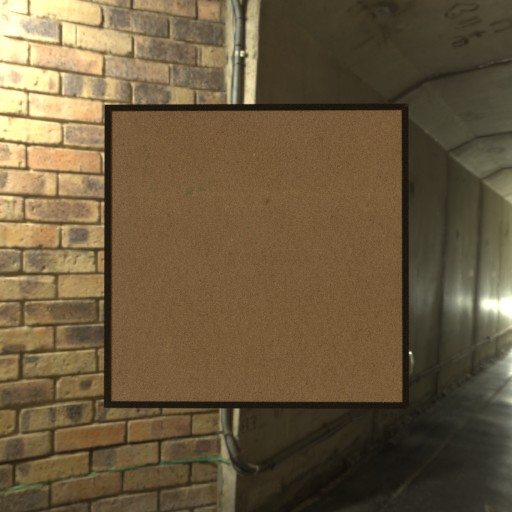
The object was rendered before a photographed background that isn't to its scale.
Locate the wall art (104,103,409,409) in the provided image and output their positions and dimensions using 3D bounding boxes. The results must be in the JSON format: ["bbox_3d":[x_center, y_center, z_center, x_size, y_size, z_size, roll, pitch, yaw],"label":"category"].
[{"bbox_3d":[0.000,0.000,1.127,0.762,0.762,0.038,0,0,1],"label":"wall art"}]
